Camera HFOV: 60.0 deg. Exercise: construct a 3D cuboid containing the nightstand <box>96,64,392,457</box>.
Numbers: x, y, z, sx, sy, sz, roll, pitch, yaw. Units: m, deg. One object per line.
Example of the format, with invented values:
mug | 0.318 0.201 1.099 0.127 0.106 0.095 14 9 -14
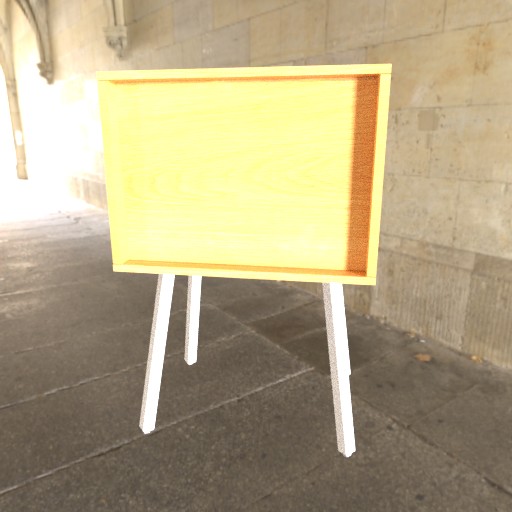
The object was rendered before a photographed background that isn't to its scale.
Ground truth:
nightstand | 0.000 0.000 0.817 0.400 0.601 0.316 3 15 10
